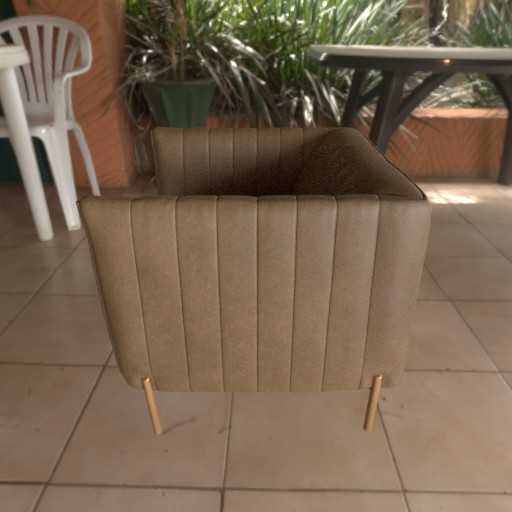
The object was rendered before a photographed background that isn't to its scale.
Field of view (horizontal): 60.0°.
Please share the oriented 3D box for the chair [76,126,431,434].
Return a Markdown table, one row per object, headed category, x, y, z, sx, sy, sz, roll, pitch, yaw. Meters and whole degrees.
| category | x | y | z | sx | sy | sz | roll | pitch | yaw |
| --- | --- | --- | --- | --- | --- | --- | --- | --- | --- |
| chair | 0.000 | 0.000 | 1.626 | 0.876 | 0.779 | 0.981 | 0 | 27 | 0 |
